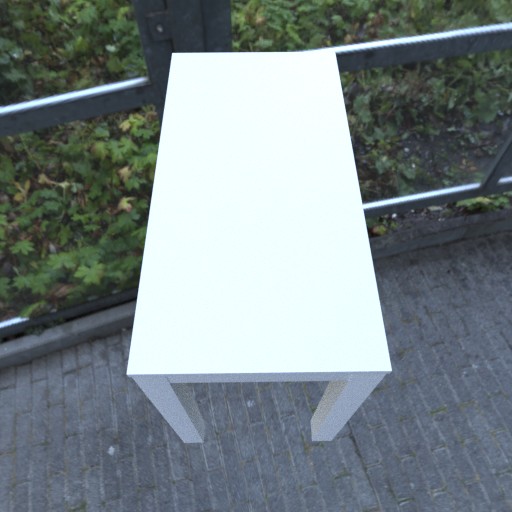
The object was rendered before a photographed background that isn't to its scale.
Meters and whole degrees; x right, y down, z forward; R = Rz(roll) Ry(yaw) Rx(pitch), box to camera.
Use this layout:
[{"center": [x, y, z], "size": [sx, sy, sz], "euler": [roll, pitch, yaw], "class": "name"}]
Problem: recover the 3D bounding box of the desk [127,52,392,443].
[{"center": [0.000, 0.000, 1.415], "size": [0.497, 0.762, 0.990], "euler": [-1, 58, 0], "class": "desk"}]
